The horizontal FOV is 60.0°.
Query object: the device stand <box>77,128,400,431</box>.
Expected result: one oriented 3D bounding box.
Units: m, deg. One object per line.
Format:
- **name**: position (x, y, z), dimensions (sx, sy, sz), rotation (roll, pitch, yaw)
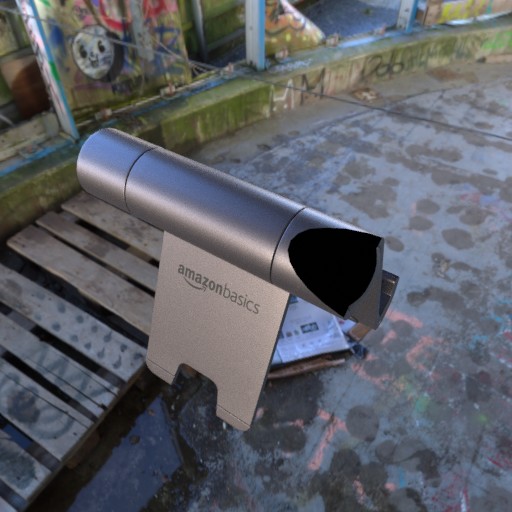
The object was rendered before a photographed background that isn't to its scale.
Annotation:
- **device stand**: position (0.000, 0.000, 0.152), dimensions (0.088, 0.084, 0.079), rotation (26, 51, 23)
